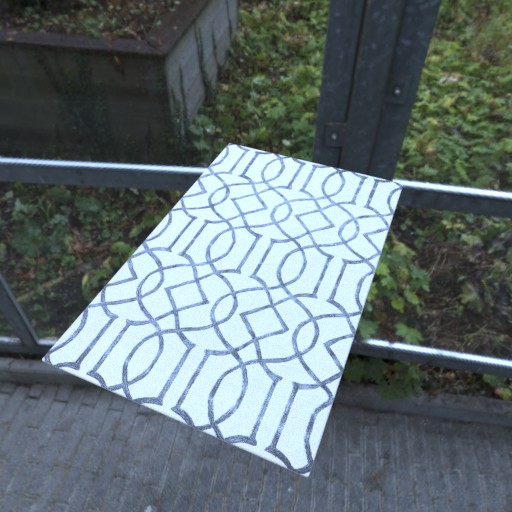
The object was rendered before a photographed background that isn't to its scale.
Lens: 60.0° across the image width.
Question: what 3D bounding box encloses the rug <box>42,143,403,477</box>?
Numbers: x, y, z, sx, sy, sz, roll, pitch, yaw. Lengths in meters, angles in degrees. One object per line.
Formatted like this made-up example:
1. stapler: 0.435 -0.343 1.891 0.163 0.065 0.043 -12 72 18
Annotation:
1. rug: 0.000 0.000 2.949 1.521 0.017 2.365 17 48 16
